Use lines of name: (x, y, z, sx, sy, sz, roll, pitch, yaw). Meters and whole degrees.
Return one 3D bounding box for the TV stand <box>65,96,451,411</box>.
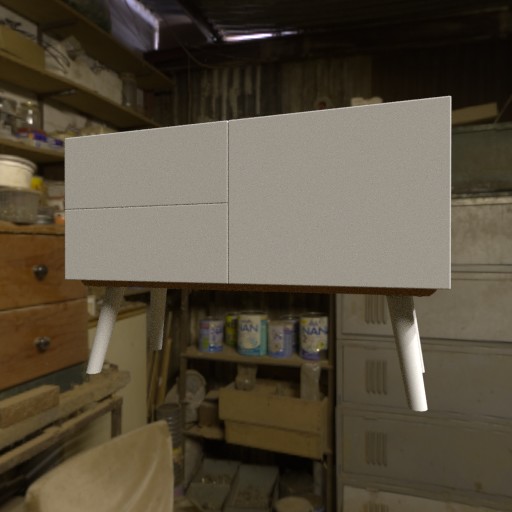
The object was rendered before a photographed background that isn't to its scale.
TV stand: (0.000, 0.000, 1.263, 0.991, 0.660, 0.407, 0, 0, 20)
